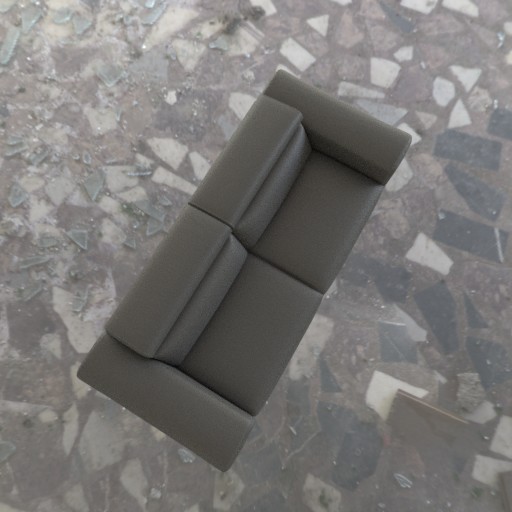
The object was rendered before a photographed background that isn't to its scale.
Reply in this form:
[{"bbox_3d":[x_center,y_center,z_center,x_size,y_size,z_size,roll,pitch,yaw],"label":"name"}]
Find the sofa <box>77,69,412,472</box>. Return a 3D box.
[{"bbox_3d":[0.000,0.000,2.839,1.023,0.759,2.321,30,78,7],"label":"sofa"}]
